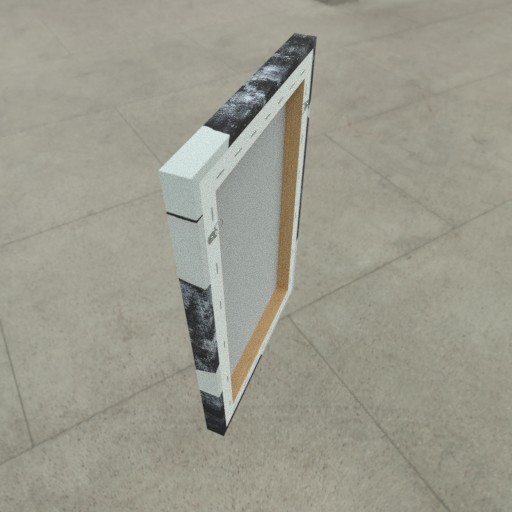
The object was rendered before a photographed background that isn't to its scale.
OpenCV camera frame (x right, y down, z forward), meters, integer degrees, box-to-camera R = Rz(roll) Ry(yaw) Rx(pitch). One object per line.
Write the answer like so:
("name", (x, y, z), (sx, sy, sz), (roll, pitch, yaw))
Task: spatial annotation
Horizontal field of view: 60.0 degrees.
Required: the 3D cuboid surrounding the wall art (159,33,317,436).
("wall art", (0.000, 0.000, 0.782), (0.039, 0.610, 0.407), (17, 48, 16))
